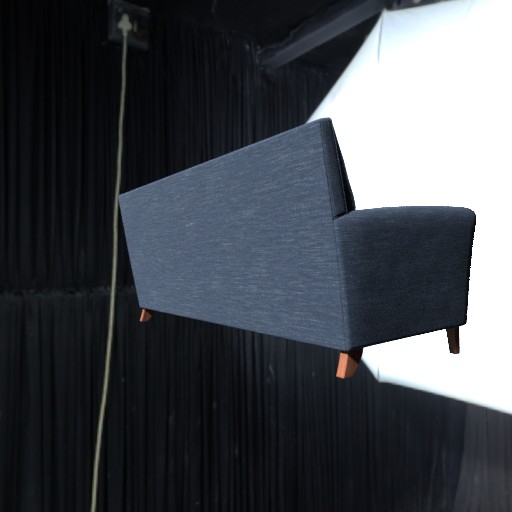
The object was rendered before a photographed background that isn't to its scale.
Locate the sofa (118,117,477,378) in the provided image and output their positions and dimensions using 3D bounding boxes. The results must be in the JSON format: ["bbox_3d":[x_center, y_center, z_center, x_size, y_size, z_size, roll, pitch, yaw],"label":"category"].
[{"bbox_3d":[0.000,0.000,2.391,0.875,0.846,1.976,1,-1,-36],"label":"sofa"}]
